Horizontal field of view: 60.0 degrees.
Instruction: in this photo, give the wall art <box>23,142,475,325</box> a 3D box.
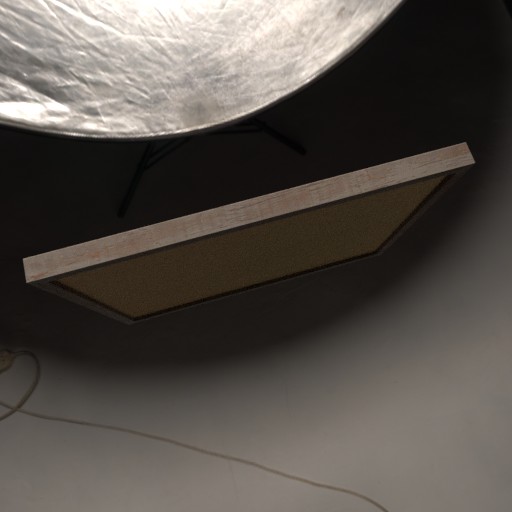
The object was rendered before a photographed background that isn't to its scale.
[{"bbox_3d":[0.000,0.000,1.751,1.320,1.009,0.070,-15,75,-4],"label":"wall art"}]
